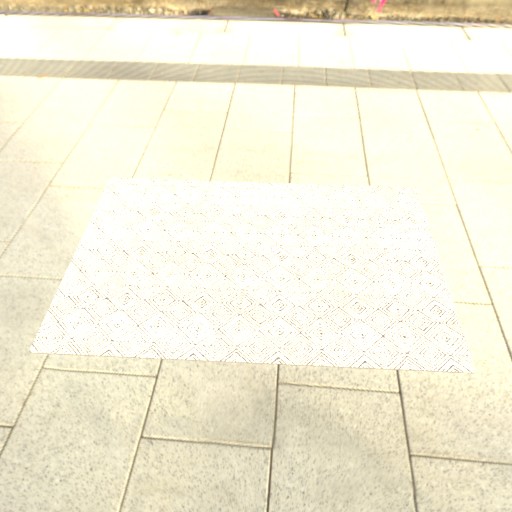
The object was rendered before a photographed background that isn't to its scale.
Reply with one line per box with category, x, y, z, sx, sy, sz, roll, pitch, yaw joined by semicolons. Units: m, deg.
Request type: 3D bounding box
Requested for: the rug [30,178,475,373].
rug;0.000;0.000;2.171;1.783;0.008;1.175;2;46;2
